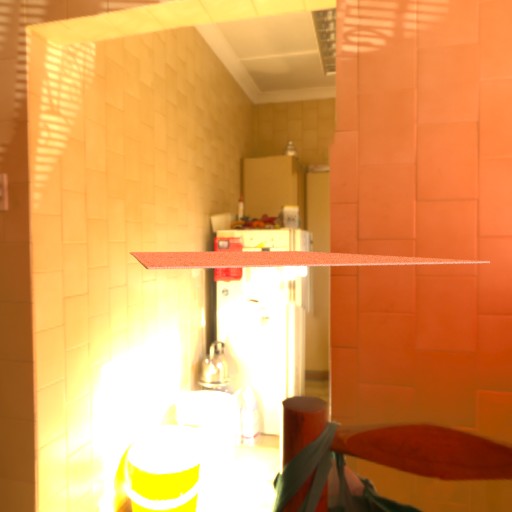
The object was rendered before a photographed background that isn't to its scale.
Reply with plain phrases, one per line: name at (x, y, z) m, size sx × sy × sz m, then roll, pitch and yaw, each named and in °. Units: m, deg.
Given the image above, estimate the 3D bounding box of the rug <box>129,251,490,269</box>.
rug at (0.000, 0.000, 2.305) m, size 1.220 × 0.007 × 1.828 m, roll -1°, pitch 2°, yaw -17°
